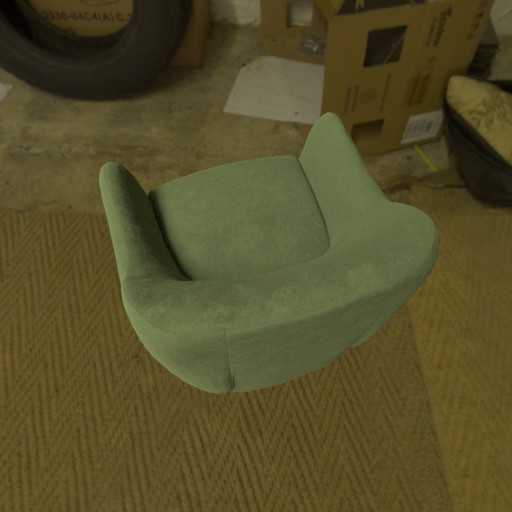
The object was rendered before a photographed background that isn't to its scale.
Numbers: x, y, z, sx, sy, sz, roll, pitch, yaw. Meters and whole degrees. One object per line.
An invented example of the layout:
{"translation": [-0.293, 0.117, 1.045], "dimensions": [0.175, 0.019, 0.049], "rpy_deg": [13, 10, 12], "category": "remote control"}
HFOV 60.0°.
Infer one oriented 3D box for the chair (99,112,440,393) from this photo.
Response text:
{"translation": [0.000, 0.000, 1.460], "dimensions": [0.840, 0.804, 0.819], "rpy_deg": [-16, 59, -10], "category": "chair"}
